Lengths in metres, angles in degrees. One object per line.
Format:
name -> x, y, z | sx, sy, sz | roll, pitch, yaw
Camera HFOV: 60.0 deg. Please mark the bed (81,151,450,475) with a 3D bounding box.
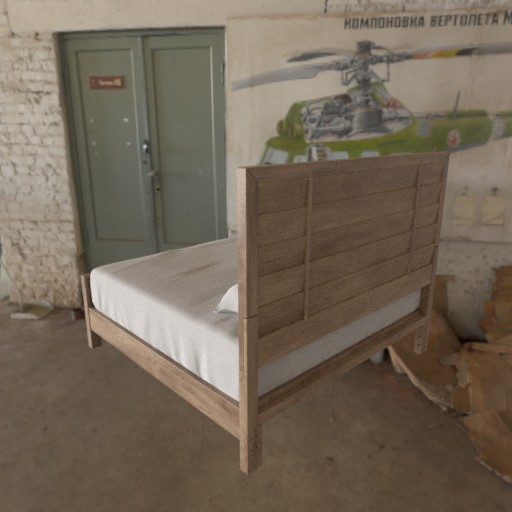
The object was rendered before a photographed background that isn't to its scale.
bed -> 0.000, 0.000, 3.531 | 2.032, 1.626, 2.032 | -15, 22, -41
